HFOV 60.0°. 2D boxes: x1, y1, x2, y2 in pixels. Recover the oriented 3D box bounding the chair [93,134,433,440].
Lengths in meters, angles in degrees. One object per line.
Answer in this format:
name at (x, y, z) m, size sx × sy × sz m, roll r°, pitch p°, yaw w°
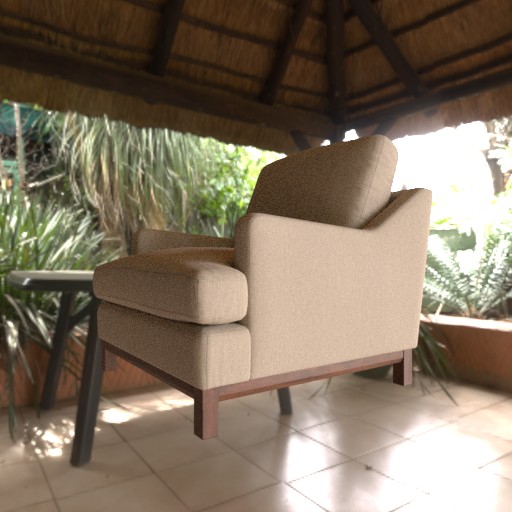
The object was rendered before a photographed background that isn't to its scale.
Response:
chair at (0.000, 0.000, 1.710) m, size 1.001 × 0.916 × 0.912 m, roll 0°, pitch 0°, yaw -35°
